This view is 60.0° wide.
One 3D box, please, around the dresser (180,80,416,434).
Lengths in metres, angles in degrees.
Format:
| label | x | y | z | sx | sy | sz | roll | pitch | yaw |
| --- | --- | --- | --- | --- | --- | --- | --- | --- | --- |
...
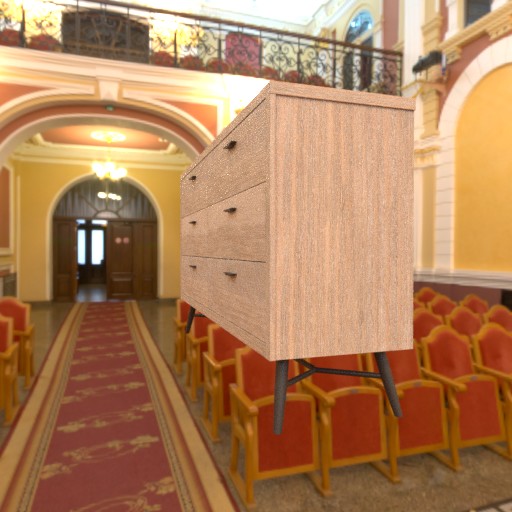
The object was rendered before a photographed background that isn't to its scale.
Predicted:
| label | x | y | z | sx | sy | sz | roll | pitch | yaw |
| --- | --- | --- | --- | --- | --- | --- | --- | --- | --- |
| dresser | 0.000 | 0.000 | 1.919 | 0.457 | 0.914 | 1.524 | 0 | 1 | -18 |
